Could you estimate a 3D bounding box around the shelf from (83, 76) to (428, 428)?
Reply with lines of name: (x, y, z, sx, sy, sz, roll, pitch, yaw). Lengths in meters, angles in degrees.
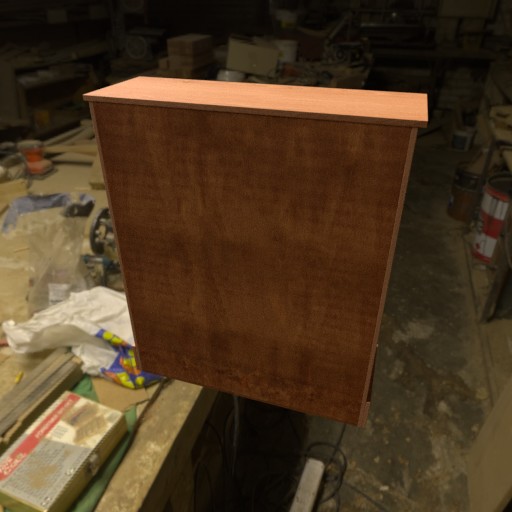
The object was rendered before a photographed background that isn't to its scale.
shelf: (0.000, 0.000, 1.400, 0.840, 0.980, 0.291, 10, 33, 15)
